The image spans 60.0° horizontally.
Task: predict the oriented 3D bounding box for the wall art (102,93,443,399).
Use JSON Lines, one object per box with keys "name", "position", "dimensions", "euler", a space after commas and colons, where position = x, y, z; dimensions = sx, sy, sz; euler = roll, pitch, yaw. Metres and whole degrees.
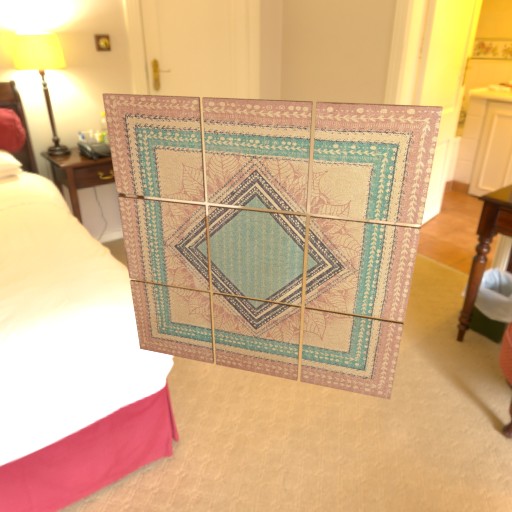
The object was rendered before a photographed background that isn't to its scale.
{"name": "wall art", "position": [0.000, 0.000, 1.808], "dimensions": [1.215, 1.213, 0.013], "euler": [8, 28, 15]}
